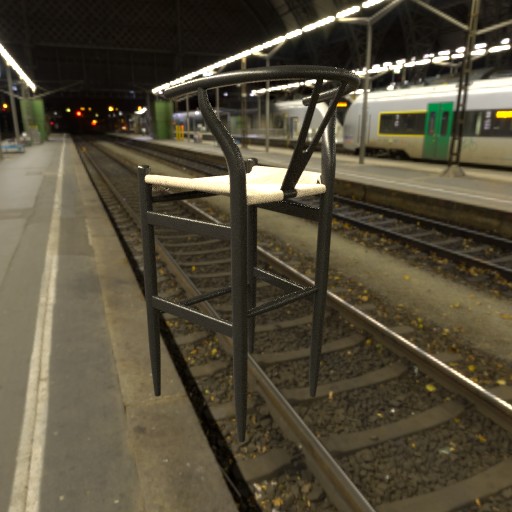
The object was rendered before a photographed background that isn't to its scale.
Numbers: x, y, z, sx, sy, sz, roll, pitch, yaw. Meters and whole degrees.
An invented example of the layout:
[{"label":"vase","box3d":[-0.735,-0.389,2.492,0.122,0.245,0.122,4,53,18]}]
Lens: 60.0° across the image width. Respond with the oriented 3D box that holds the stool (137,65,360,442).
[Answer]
[{"label":"stool","box3d":[0.000,0.000,1.419,0.569,1.072,0.579,-15,22,-41]}]
